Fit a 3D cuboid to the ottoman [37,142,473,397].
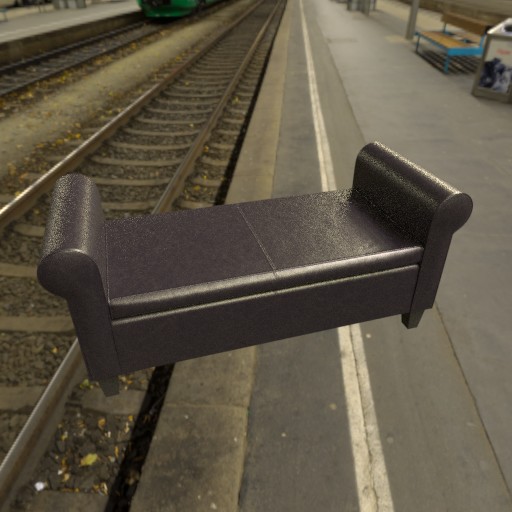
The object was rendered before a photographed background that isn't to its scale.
[{"bbox_3d":[0.000,0.000,1.535,1.256,0.547,0.521,-9,34,-14],"label":"ottoman"}]
